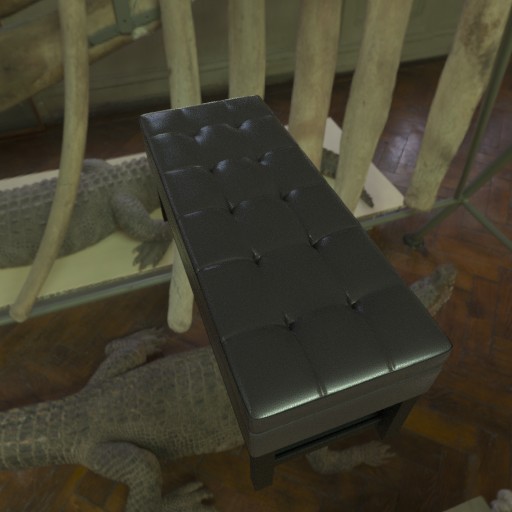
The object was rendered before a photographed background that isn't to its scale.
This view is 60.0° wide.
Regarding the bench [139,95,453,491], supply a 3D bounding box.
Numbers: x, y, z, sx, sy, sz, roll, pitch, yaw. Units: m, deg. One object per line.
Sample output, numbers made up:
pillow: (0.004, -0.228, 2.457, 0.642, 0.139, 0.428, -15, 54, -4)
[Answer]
bench: (0.000, 0.000, 1.310, 0.432, 0.460, 1.105, -15, 49, -14)
